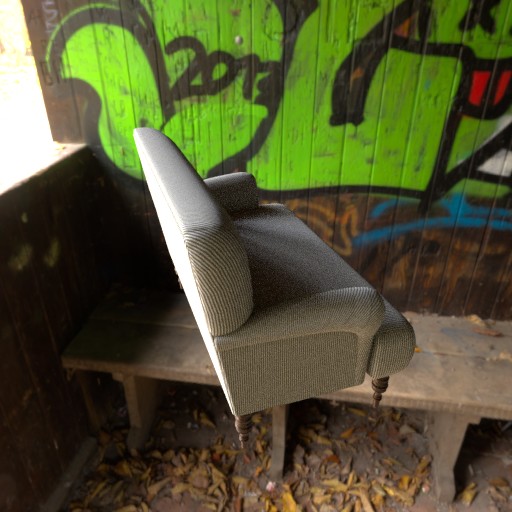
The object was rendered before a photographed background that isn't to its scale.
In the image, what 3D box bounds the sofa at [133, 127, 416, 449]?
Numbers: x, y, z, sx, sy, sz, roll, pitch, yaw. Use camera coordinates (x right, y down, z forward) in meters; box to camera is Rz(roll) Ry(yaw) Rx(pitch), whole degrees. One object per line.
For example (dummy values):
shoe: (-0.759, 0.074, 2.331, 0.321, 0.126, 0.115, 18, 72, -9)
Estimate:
sofa: (0.000, 0.000, 1.861, 0.779, 0.889, 1.297, -10, 31, -17)
